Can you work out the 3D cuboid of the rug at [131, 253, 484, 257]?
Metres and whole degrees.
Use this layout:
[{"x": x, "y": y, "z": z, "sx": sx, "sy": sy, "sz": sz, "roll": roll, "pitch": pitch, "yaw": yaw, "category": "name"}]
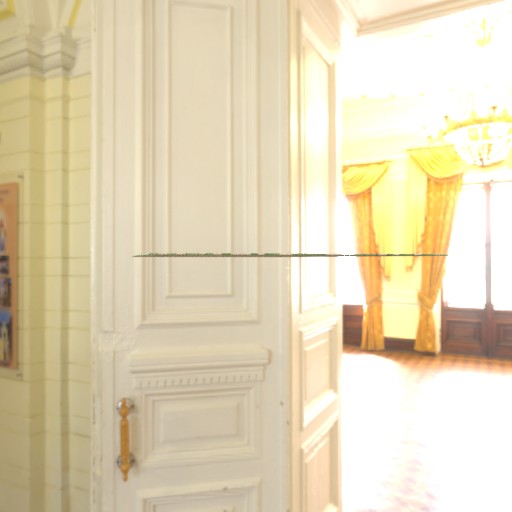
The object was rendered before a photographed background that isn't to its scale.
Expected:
[{"x": 0.000, "y": 0.000, "z": 2.348, "sx": 1.220, "sy": 0.006, "sz": 1.826, "roll": 0, "pitch": 0, "yaw": -17, "category": "rug"}]
